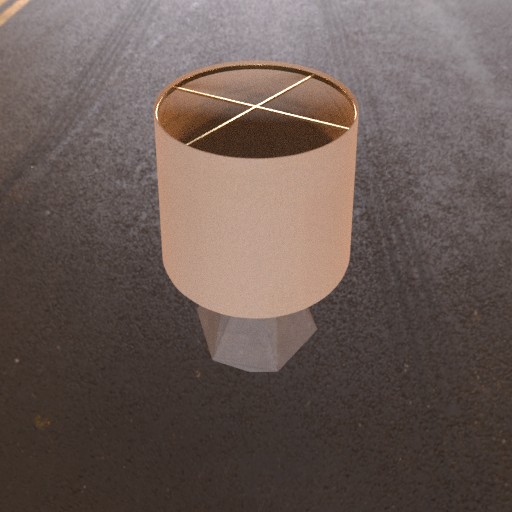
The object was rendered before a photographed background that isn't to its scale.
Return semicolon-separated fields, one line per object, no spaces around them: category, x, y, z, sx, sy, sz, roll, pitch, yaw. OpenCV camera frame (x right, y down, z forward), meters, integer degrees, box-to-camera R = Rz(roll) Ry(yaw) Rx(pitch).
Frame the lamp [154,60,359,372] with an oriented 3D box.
lamp;0.000;0.000;0.680;0.276;0.501;0.276;0;46;0
